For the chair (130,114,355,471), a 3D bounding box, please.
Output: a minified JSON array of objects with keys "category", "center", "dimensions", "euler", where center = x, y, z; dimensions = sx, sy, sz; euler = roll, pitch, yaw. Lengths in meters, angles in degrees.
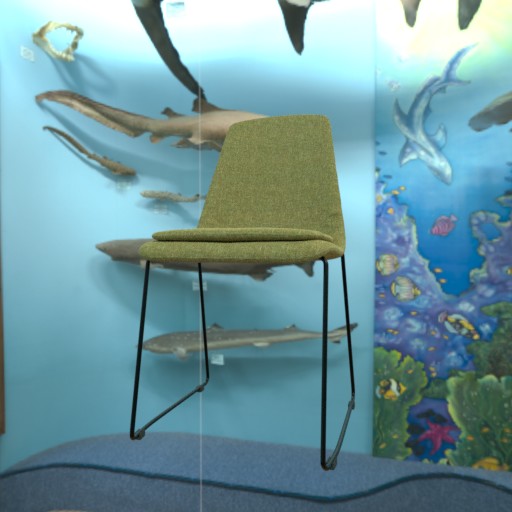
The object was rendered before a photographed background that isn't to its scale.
[{"category":"chair","center":[0.000,0.000,1.151],"dimensions":[0.479,0.849,0.496],"euler":[1,2,18]}]
